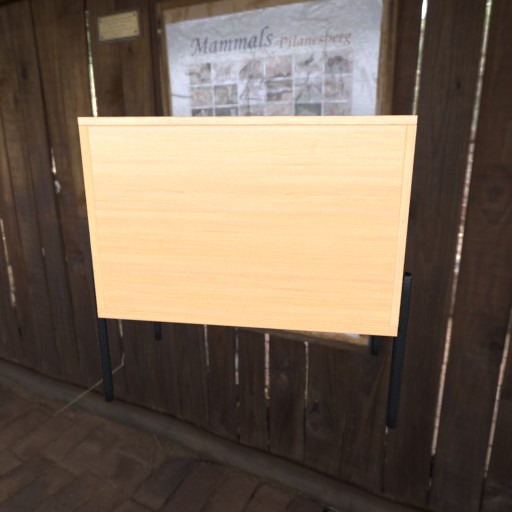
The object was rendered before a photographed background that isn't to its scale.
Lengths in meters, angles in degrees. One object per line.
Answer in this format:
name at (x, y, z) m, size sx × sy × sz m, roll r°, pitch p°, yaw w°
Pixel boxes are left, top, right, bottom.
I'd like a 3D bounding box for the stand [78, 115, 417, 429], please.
stand at (0.000, 0.000, 1.019) m, size 0.630 × 0.600 × 0.400 m, roll 2°, pitch 16°, yaw 8°
